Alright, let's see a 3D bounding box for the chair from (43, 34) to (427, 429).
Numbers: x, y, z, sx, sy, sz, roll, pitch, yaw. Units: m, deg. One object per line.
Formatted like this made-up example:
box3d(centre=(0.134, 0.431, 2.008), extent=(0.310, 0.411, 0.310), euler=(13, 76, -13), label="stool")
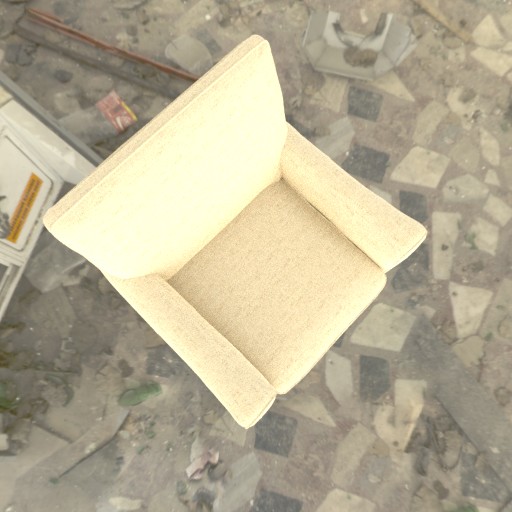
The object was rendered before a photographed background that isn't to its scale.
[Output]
box3d(centre=(0.000, 0.000, 1.606), extent=(0.823, 0.943, 0.870), euler=(43, 80, 10), label="chair")
